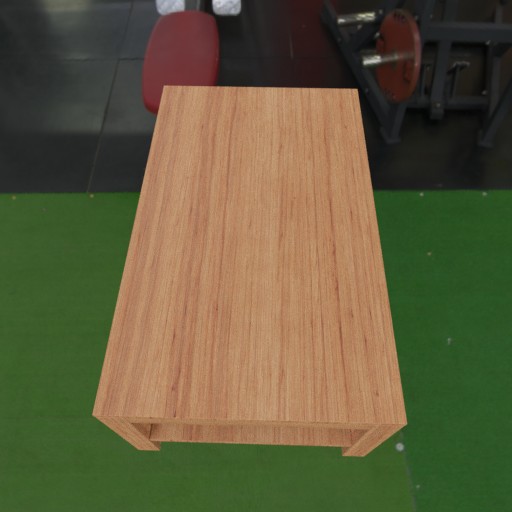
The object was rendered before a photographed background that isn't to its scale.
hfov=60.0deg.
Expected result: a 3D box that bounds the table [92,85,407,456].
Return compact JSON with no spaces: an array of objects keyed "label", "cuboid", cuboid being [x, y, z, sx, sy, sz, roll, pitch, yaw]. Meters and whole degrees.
[{"label":"table","cuboid":[0.000,0.000,1.476,0.695,0.457,1.146,1,58,1]}]
